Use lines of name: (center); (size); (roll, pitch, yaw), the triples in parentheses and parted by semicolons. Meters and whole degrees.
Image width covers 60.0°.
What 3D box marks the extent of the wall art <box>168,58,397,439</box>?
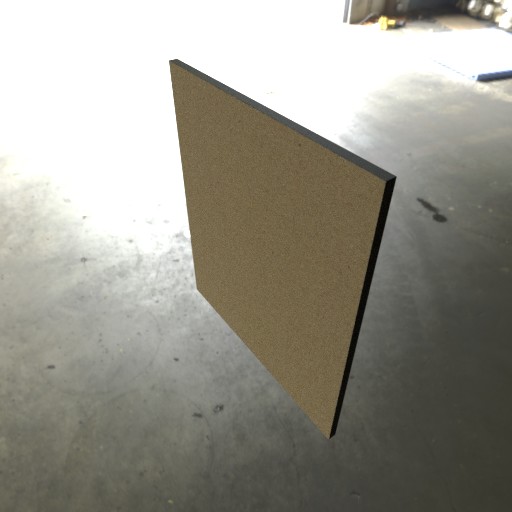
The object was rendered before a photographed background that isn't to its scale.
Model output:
wall art: (0.000, 0.000, 1.237); (0.028, 0.863, 0.755); (-25, 47, -26)
